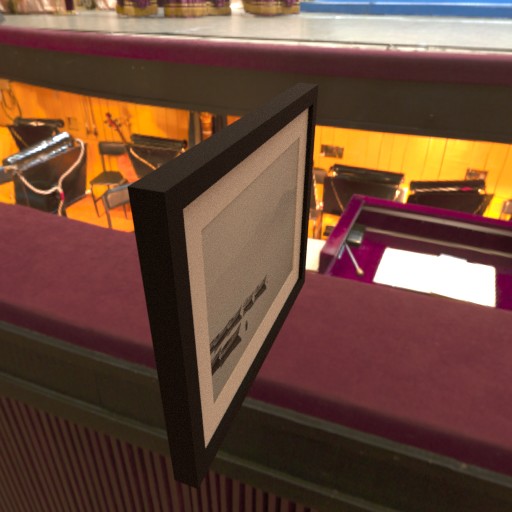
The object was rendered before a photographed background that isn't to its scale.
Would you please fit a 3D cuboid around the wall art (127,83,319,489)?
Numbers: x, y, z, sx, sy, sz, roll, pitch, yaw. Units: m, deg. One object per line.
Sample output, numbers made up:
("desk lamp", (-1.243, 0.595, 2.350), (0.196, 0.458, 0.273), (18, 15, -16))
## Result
("wall art", (0.000, 0.000, 0.529), (0.028, 0.325, 0.397), (11, 33, 18))
